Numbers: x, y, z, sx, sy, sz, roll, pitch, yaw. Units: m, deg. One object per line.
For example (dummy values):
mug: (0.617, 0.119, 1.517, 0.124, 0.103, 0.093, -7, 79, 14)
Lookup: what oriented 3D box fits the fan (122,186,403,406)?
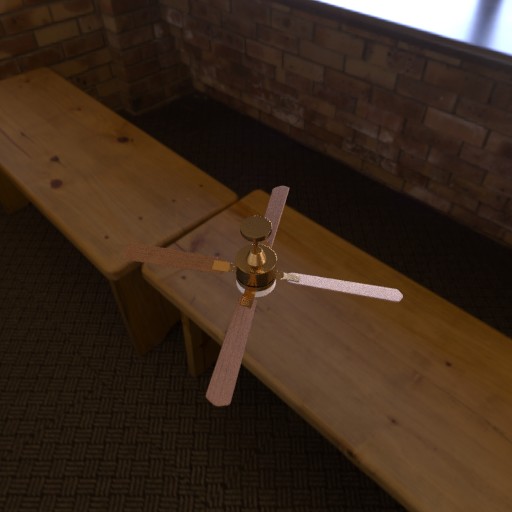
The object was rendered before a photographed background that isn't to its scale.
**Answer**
fan: (0.000, 0.000, 1.968, 1.320, 0.355, 1.320, 9, 47, 9)
